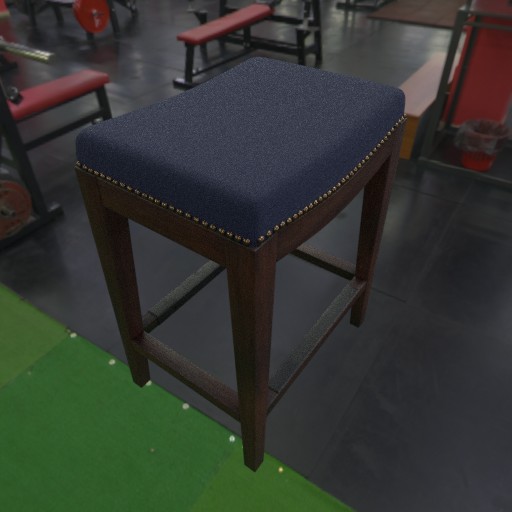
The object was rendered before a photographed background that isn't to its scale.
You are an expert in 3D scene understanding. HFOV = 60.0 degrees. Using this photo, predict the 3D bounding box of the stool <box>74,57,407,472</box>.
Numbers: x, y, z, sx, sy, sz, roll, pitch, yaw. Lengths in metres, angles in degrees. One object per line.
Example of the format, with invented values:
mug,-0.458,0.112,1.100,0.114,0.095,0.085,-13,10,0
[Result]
stool,0.000,0.000,0.927,0.361,0.642,0.500,25,47,27
